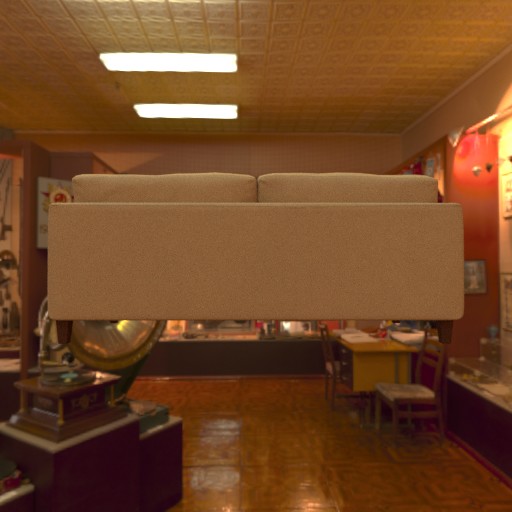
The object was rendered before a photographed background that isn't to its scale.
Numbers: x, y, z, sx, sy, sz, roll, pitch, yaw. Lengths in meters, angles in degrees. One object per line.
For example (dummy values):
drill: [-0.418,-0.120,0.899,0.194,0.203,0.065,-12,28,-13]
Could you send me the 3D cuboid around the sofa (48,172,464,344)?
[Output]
sofa: [0.000,0.000,2.749,2.181,0.932,0.948,0,-1,0]
